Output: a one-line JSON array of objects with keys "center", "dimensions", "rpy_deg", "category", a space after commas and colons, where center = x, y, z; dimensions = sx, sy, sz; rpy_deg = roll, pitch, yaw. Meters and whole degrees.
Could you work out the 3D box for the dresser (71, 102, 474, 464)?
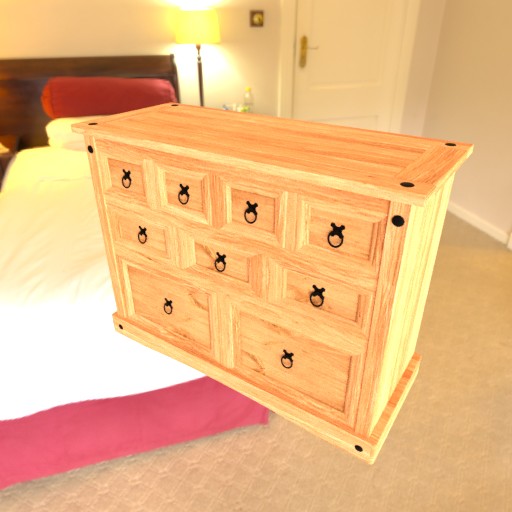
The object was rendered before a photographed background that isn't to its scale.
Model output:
[{"center": [0.000, 0.000, 1.338], "dimensions": [0.990, 0.740, 0.410], "rpy_deg": [18, 34, 29], "category": "dresser"}]
